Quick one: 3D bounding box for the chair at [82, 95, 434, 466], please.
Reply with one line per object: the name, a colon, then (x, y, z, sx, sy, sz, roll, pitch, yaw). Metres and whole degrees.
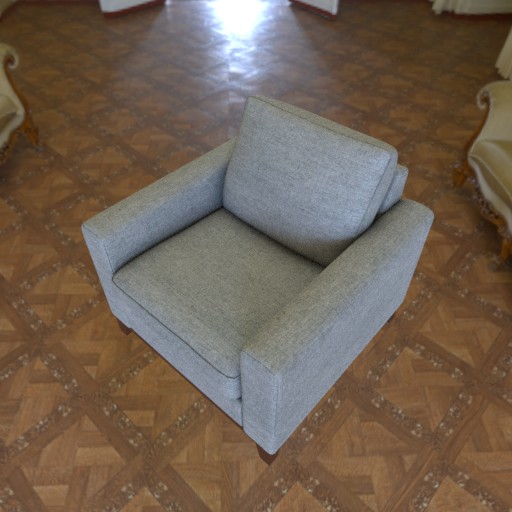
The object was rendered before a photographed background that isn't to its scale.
chair: (0.000, 0.000, 1.886, 1.024, 1.010, 1.038, 32, 53, 28)
